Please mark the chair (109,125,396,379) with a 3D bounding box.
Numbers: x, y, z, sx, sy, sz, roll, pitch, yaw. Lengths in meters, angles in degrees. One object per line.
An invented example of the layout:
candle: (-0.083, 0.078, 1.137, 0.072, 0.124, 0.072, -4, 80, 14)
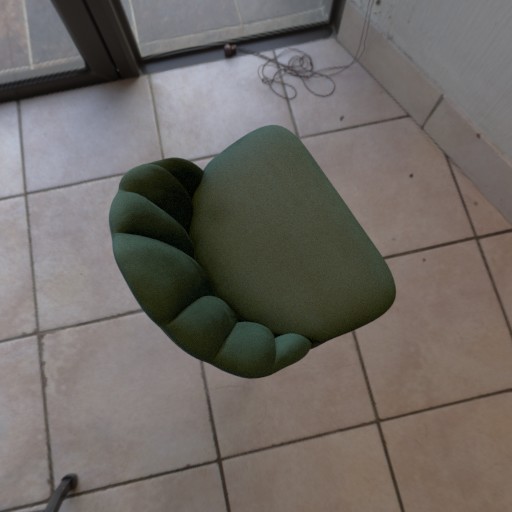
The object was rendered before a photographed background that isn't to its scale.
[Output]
chair: (0.000, 0.000, 1.286, 0.599, 0.819, 0.657, -30, 78, -7)
